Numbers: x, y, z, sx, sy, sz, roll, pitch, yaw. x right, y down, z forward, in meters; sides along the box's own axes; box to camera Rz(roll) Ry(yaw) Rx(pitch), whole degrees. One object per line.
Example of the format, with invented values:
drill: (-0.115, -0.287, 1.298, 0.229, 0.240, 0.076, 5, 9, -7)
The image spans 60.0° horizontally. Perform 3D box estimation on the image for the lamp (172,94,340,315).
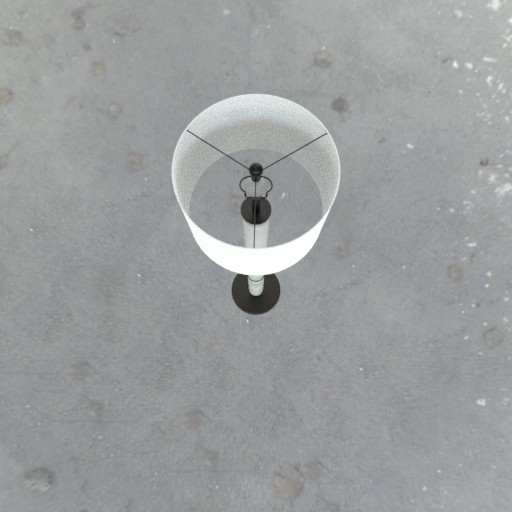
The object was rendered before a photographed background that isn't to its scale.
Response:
lamp: (0.000, 0.000, 1.752, 0.377, 1.599, 0.377, 1, 76, 0)
